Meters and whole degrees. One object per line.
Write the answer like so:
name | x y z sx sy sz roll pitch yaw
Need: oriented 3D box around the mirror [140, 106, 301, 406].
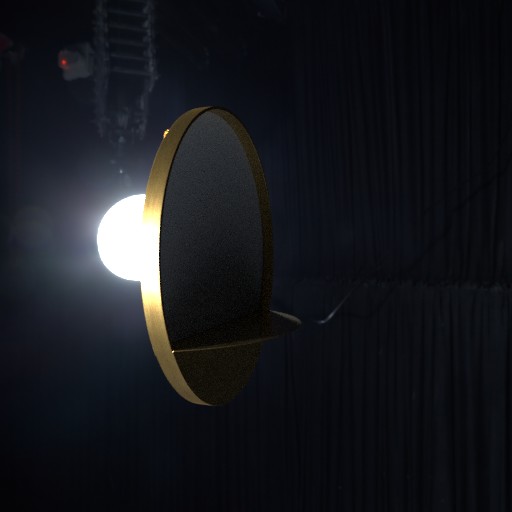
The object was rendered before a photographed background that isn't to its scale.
mirror | 0.000 0.000 0.698 0.133 0.457 0.457 0 0 19
